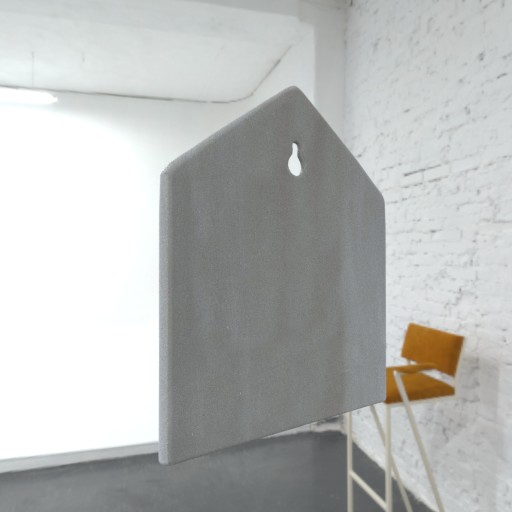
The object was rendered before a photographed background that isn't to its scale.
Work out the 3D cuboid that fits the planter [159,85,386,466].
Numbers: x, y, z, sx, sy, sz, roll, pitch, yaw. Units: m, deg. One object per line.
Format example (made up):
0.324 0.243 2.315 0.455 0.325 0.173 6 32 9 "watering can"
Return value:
0.000 0.000 0.281 0.163 0.194 0.080 0 -1 -37 "planter"
